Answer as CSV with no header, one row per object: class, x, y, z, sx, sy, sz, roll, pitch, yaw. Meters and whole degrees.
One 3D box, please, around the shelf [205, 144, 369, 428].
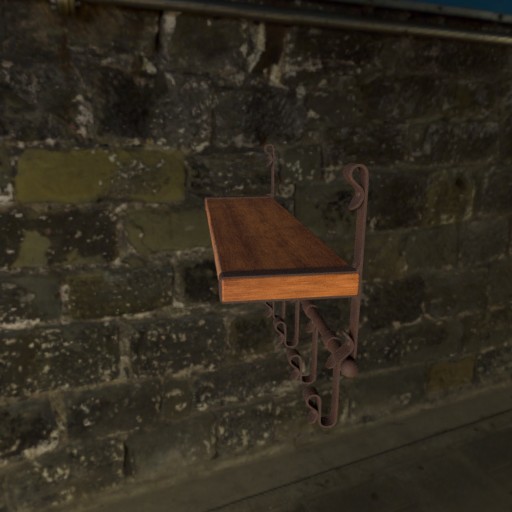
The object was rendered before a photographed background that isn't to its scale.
shelf,0.000,0.000,0.712,0.146,0.330,0.567,-2,16,-8
